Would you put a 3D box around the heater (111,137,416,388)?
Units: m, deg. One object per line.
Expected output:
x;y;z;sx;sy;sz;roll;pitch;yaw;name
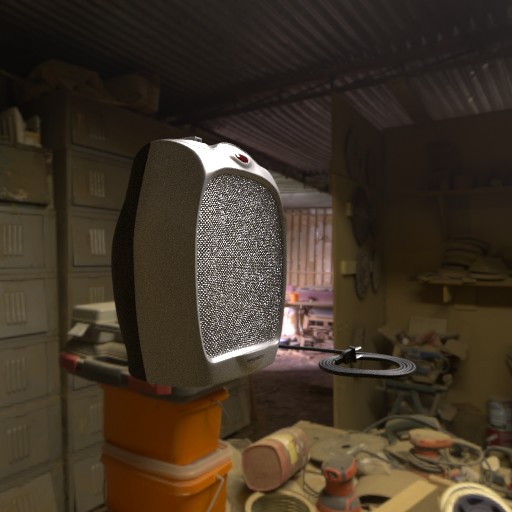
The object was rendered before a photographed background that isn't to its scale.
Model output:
0.000;0.000;0.469;0.291;0.240;0.239;0;0;34;heater
